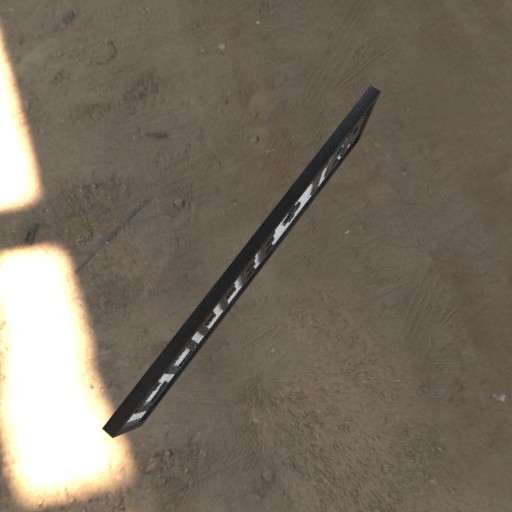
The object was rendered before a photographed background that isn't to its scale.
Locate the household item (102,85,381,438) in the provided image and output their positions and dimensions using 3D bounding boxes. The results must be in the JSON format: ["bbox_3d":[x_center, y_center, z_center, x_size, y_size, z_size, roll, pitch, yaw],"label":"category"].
[{"bbox_3d":[0.000,0.000,1.109,0.030,0.236,1.001,36,78,9],"label":"household item"}]
